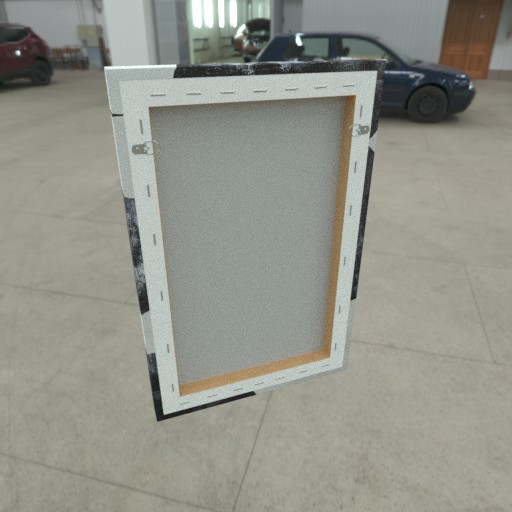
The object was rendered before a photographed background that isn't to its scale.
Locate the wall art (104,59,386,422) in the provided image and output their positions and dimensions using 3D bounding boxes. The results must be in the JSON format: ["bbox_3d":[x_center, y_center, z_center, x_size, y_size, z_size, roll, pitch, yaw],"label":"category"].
[{"bbox_3d":[0.000,0.000,0.763,0.407,0.610,0.039,-10,29,-18],"label":"wall art"}]
